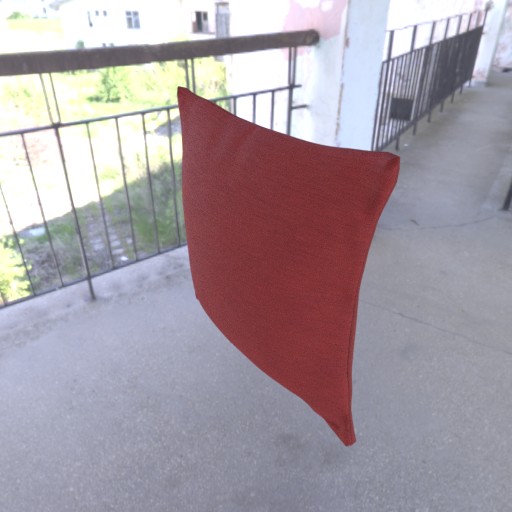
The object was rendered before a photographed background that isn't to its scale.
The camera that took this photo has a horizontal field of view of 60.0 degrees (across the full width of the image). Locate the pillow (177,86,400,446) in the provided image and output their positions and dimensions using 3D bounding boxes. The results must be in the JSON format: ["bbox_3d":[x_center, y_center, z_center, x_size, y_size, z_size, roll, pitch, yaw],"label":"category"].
[{"bbox_3d":[0.000,0.000,0.653,0.151,0.416,0.435,-20,37,-30],"label":"pillow"}]
